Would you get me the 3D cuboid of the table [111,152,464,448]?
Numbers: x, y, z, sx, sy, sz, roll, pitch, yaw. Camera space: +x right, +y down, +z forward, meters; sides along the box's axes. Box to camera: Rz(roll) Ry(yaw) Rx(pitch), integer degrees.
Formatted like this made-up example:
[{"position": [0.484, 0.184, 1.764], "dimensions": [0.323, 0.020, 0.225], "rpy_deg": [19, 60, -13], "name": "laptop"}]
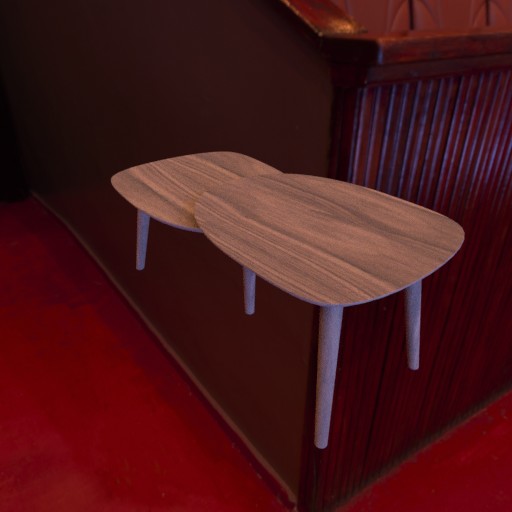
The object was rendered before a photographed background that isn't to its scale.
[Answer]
[{"position": [0.000, 0.000, 1.330], "dimensions": [0.527, 0.429, 1.084], "rpy_deg": [-21, 37, -31], "name": "table"}]
